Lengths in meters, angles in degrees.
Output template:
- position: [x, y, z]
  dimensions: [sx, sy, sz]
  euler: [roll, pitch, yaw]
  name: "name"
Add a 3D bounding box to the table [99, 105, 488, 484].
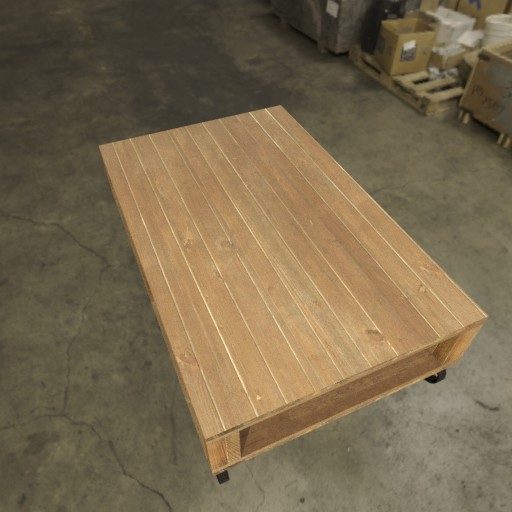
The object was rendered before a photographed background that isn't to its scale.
- position: [0.000, 0.000, 1.665]
  dimensions: [0.827, 0.413, 1.299]
  euler: [-18, 49, -16]
  name: "table"
